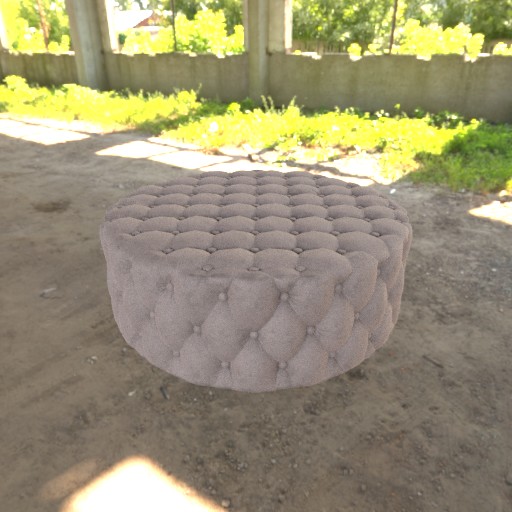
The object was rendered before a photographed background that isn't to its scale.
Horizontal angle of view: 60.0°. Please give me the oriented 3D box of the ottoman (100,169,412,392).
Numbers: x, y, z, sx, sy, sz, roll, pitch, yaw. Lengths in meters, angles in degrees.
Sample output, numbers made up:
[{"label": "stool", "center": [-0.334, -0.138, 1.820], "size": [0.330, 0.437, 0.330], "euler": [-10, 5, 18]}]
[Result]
[{"label": "ottoman", "center": [0.000, 0.000, 1.538], "size": [0.998, 0.399, 0.998], "euler": [0, 26, 0]}]
